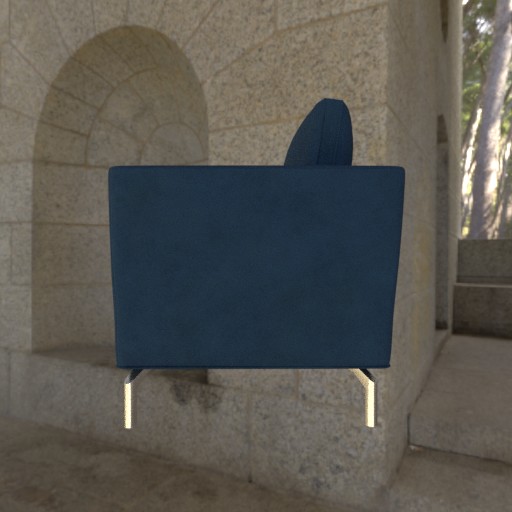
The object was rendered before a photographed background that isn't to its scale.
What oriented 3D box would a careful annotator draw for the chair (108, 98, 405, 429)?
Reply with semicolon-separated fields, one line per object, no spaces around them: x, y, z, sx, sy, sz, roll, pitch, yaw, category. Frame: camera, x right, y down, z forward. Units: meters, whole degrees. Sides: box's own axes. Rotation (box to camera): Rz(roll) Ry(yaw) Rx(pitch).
0.000;0.000;1.566;0.746;0.893;0.977;0;0;0;chair
